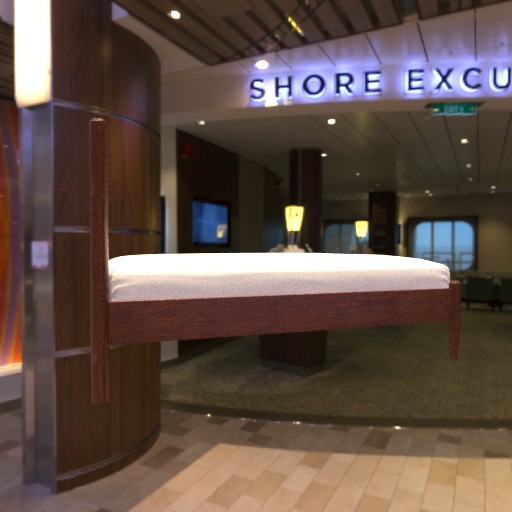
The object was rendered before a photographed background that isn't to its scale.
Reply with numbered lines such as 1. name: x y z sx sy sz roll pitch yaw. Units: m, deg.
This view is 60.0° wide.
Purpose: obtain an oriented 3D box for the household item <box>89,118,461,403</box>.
1. household item: 0.000 0.000 3.238 2.232 1.356 1.663 0 1 -19
